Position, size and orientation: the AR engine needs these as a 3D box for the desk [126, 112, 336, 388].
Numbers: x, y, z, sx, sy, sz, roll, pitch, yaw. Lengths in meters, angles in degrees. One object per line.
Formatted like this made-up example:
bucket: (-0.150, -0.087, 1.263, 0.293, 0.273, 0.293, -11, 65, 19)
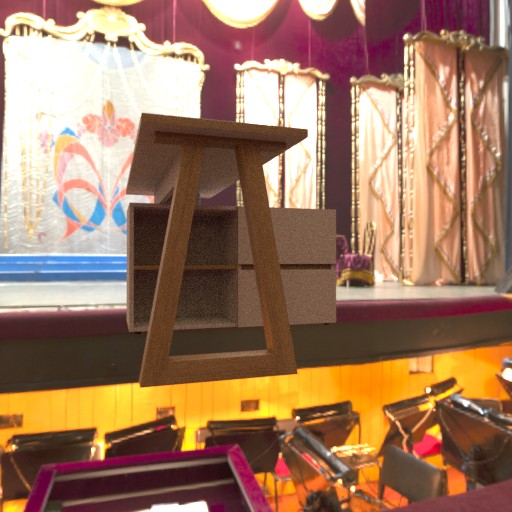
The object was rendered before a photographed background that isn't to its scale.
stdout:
desk: (0.000, 0.000, 2.017, 1.098, 0.755, 1.404, 0, 0, -18)
